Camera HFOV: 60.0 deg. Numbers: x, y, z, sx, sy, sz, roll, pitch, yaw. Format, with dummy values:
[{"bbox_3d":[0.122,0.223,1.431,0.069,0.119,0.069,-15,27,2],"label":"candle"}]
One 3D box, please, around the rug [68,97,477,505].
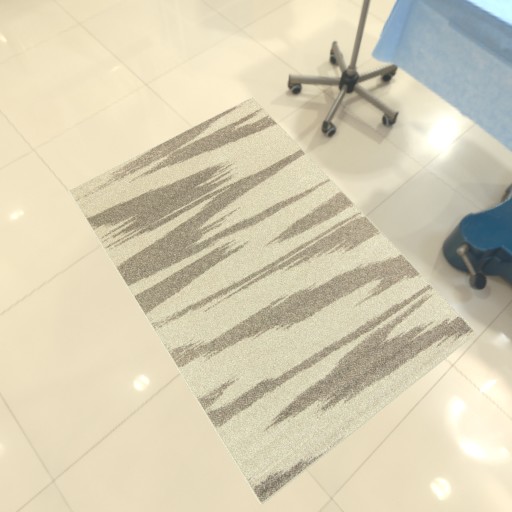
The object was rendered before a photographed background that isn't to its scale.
[{"bbox_3d":[0.000,0.000,2.230,1.225,0.008,1.827,-32,67,-15],"label":"rug"}]
